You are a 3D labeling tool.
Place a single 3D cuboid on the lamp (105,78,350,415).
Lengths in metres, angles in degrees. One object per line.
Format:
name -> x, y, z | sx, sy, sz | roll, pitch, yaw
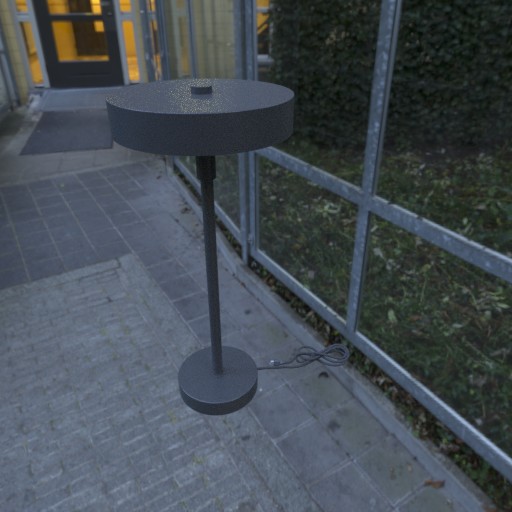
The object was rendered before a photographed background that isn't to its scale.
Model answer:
lamp -> 0.000, 0.000, 0.689 | 0.369, 0.508, 0.229 | -9, 31, -15
